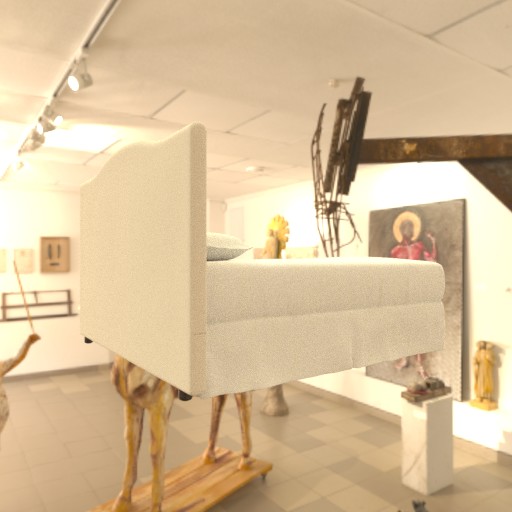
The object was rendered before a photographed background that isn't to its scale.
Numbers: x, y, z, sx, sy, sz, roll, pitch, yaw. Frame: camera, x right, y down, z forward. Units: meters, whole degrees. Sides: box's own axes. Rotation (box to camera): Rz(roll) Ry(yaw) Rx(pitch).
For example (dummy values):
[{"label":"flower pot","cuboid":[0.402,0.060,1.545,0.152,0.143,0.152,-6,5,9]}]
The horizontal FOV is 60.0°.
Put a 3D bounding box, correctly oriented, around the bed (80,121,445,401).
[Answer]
[{"label":"bed","cuboid":[0.000,0.000,3.488,2.182,1.421,2.083,0,0,-35]}]
